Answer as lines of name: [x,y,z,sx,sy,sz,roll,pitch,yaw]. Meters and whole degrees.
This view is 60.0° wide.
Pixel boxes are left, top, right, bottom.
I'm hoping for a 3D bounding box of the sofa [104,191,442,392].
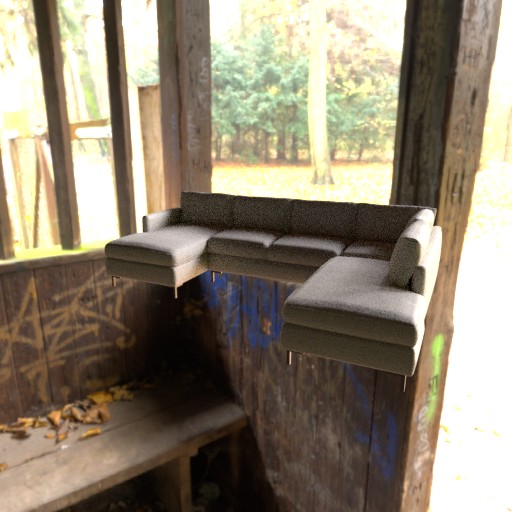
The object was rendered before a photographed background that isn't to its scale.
sofa: [0.000,0.000,3.632,2.737,0.756,1.879,7,17,25]
